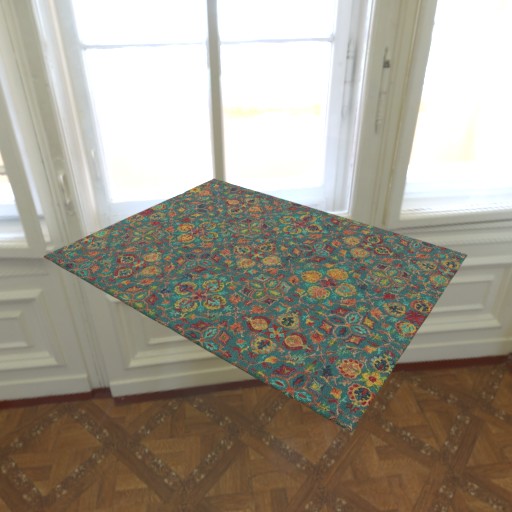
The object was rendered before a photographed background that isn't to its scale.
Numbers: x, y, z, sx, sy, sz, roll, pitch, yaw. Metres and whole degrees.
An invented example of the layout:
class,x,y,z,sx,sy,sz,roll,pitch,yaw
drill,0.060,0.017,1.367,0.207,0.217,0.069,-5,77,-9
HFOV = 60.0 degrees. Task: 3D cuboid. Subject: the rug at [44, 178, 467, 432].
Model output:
class,x,y,z,sx,sy,sz,roll,pitch,yaw
rug,0.000,0.000,4.197,3.204,0.025,2.434,22,38,31
